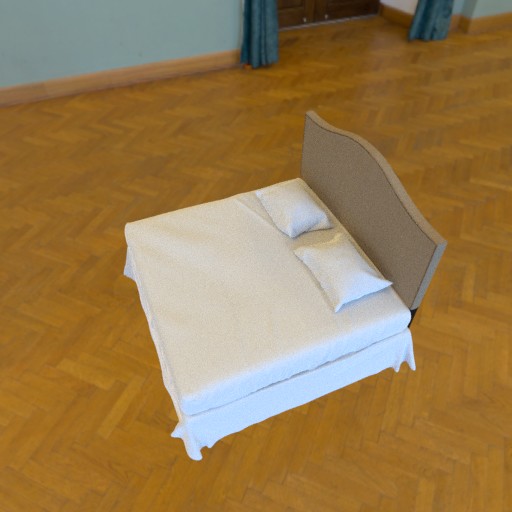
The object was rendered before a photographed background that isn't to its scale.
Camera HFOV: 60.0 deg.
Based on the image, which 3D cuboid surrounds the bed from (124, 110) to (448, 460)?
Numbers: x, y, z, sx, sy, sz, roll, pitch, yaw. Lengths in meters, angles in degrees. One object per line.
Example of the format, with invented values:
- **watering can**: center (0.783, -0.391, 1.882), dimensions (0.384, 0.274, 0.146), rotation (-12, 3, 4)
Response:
- **bed**: center (0.000, 0.000, 3.824), dimensions (2.222, 1.651, 2.311), rotation (-17, 49, -16)
